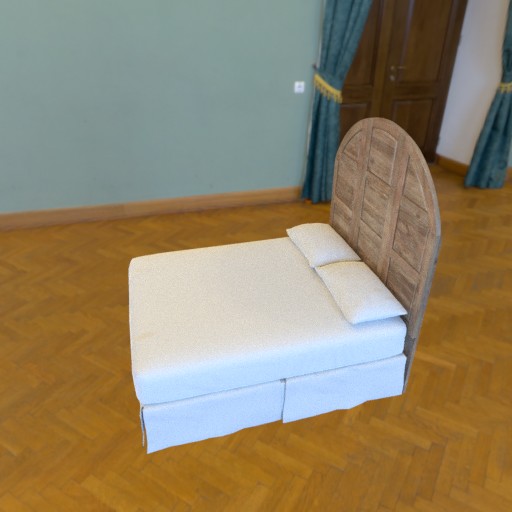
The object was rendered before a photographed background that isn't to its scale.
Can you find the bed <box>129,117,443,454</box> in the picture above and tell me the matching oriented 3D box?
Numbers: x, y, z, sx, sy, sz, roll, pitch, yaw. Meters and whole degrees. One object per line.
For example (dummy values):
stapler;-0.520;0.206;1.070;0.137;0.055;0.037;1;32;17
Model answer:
bed;0.000;0.000;3.545;2.112;2.002;1.713;-8;31;-13
